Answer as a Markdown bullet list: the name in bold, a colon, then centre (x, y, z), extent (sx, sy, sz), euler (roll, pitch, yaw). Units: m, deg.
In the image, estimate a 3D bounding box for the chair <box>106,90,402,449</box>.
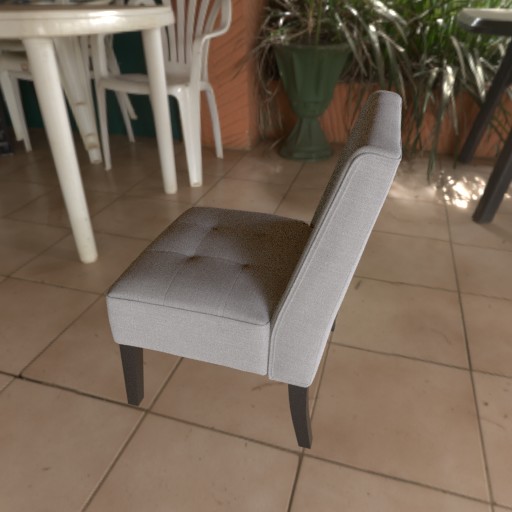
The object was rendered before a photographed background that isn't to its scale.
- **chair**: centre (0.000, 0.000, 1.274), extent (0.676, 0.853, 0.569), euler (8, 32, 14)
